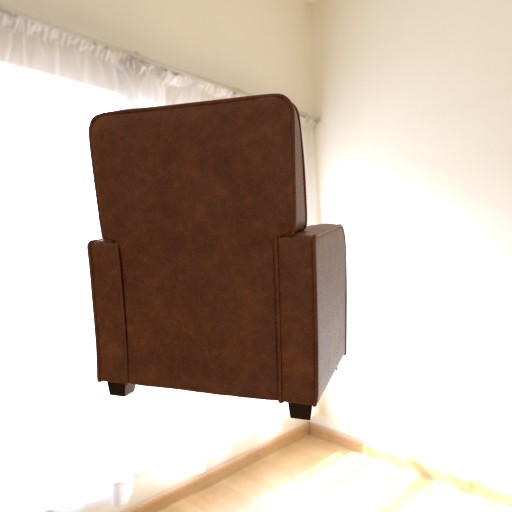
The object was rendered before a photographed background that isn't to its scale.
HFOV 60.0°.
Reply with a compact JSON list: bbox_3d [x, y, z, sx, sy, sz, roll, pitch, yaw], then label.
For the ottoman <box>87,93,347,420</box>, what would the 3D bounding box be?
[{"bbox_3d":[0.000,0.000,1.849,0.732,0.904,1.314,0,2,18],"label":"ottoman"}]
